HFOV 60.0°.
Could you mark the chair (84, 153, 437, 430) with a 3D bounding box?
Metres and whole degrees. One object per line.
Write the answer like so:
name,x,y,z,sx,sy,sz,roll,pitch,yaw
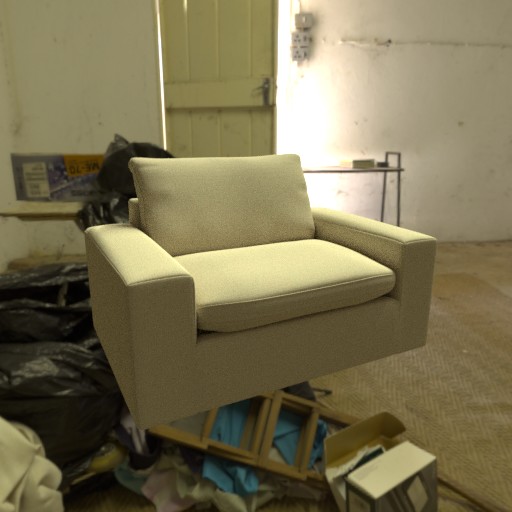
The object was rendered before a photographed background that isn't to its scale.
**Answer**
chair,0.000,0.000,2.106,1.398,0.915,1.039,-8,17,-27
